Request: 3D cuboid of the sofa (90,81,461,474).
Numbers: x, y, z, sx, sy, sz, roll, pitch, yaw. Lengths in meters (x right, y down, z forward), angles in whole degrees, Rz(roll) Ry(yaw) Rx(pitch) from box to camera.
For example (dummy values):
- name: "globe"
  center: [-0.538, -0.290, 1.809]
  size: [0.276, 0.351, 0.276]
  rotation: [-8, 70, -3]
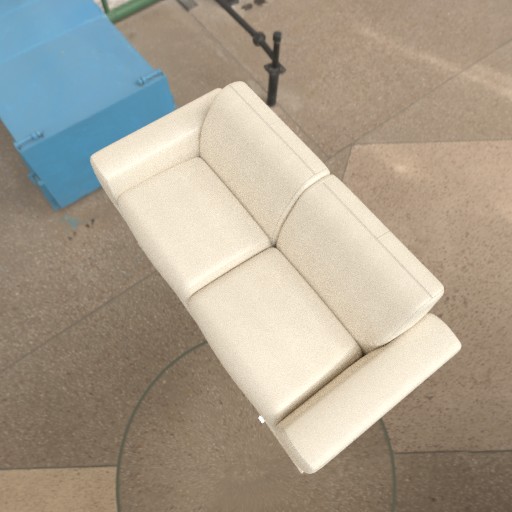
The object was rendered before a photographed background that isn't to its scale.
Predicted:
- name: "sofa"
  center: [0.000, 0.000, 2.280]
  size: [0.900, 0.772, 1.901]
  rotation: [-33, 69, -15]
